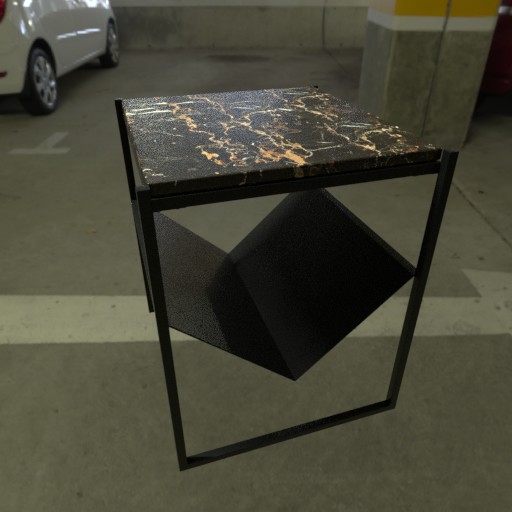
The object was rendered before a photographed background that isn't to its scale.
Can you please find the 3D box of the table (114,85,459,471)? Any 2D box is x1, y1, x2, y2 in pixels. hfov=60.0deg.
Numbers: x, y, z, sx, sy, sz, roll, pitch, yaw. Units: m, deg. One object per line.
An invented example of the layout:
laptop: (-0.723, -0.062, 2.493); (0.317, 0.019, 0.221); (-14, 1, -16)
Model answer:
table: (0.000, 0.000, 0.877); (0.432, 0.534, 0.469); (-10, 33, -15)
